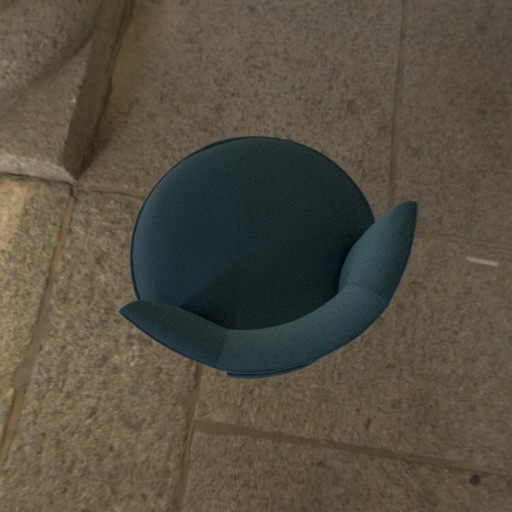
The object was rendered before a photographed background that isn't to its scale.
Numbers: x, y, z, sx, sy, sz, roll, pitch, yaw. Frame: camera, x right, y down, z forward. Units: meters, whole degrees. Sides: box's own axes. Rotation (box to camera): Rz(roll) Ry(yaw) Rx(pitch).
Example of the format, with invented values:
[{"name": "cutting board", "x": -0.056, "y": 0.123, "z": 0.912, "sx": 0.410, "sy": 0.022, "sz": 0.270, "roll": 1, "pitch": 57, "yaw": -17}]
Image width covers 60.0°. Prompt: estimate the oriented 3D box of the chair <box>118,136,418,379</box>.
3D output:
[{"name": "chair", "x": 0.000, "y": 0.000, "z": 1.240, "sx": 0.684, "sy": 0.711, "sz": 0.660, "roll": -20, "pitch": 77, "yaw": -5}]
